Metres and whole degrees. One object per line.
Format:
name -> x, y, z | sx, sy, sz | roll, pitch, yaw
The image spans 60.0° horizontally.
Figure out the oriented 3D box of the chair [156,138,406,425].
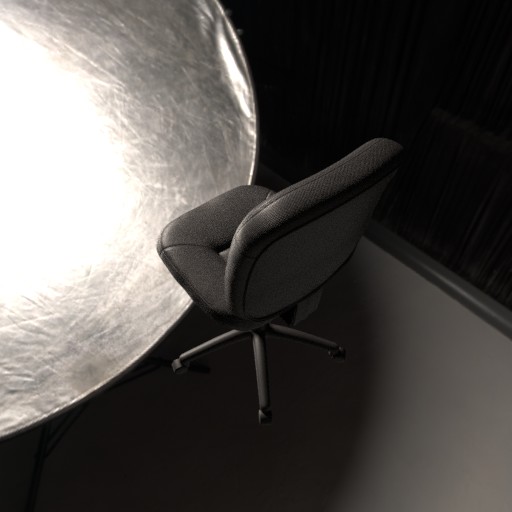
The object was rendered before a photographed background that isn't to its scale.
chair -> 0.000, 0.000, 1.375 | 0.647, 0.959, 0.646 | -32, 55, -26
